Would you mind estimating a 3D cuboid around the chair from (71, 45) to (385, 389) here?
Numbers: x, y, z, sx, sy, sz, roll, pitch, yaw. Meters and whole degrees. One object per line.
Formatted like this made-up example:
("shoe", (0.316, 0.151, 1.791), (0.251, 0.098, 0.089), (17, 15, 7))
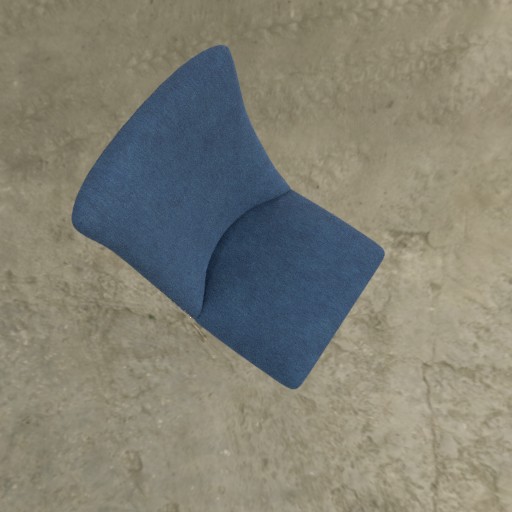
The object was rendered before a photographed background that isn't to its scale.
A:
("chair", (0.000, 0.000, 1.248), (0.610, 0.902, 0.495), (34, 78, 8))
